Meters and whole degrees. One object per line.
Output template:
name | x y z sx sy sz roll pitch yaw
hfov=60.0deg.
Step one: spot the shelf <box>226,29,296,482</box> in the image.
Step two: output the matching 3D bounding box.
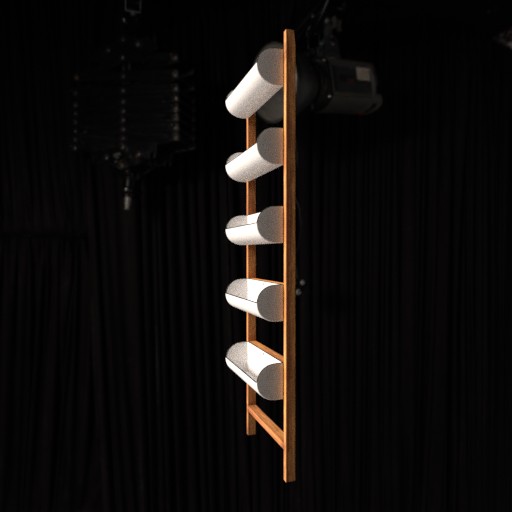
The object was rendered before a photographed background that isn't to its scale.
shelf | 0.000 0.000 1.766 0.141 1.600 0.454 0 0 -19
